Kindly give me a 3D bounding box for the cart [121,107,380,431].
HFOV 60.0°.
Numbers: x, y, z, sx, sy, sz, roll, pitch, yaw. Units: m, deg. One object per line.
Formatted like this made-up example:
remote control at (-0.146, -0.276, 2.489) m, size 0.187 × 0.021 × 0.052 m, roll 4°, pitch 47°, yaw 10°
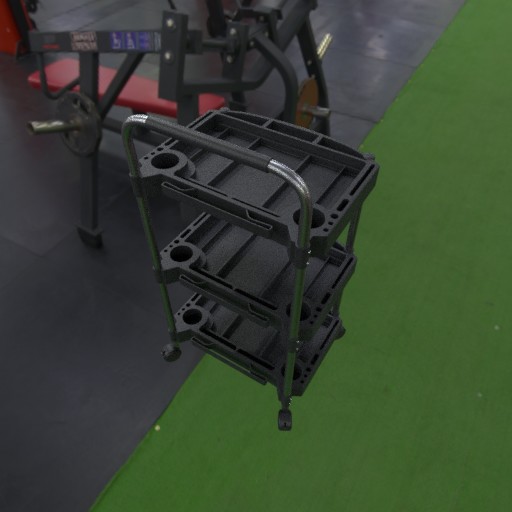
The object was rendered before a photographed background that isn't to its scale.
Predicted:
cart at (0.000, 0.000, 1.428) m, size 0.584 × 1.075 × 0.518 m, roll 24°, pitch 51°, yaw 21°
